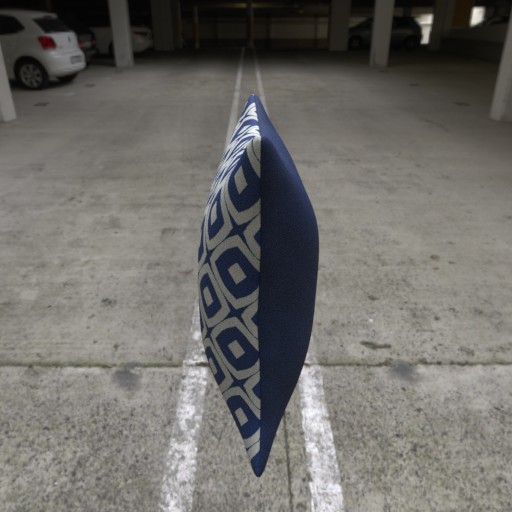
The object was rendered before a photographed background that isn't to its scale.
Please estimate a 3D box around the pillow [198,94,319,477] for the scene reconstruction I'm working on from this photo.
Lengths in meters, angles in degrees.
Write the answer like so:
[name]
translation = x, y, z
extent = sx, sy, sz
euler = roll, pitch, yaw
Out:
[pillow]
translation = 0.000, 0.000, 0.772
extent = 0.188, 0.494, 0.504
euler = 0, 25, -1
